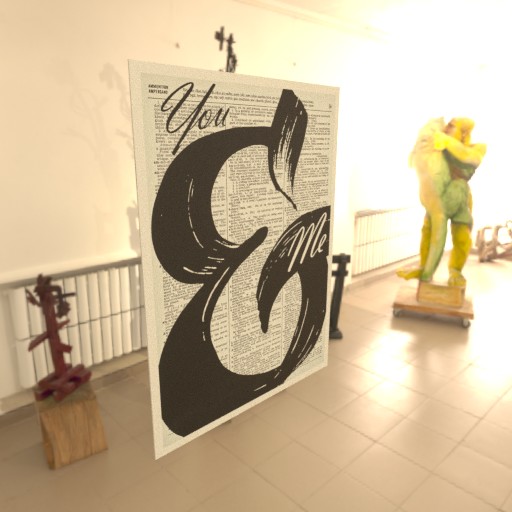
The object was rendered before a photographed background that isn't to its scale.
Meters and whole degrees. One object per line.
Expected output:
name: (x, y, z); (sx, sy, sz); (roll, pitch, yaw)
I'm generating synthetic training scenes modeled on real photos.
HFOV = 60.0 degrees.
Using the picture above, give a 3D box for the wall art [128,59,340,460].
wall art: (0.000, 0.000, 0.804); (0.457, 0.609, 0.003); (-14, 20, -42)
